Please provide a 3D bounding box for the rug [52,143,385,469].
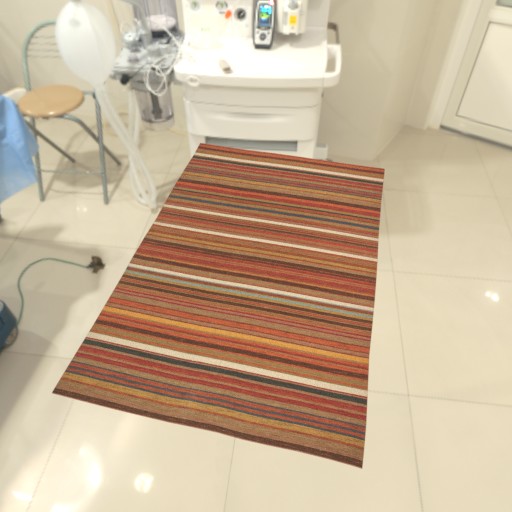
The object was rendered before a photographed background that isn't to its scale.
[{"bbox_3d":[0.000,0.000,2.260,1.217,0.007,1.828,10,48,9],"label":"rug"}]
